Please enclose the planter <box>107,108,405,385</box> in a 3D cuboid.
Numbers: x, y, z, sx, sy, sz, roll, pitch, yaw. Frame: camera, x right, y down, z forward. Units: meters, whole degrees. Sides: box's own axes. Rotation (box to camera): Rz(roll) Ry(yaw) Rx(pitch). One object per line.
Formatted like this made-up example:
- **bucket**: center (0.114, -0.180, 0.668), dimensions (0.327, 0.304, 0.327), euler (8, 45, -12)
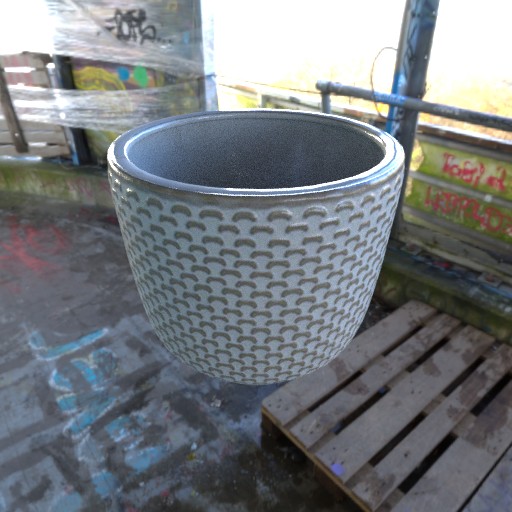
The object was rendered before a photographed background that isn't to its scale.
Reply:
- **planter**: center (0.000, 0.000, 0.303), dimensions (0.173, 0.160, 0.173), euler (0, 31, 0)
